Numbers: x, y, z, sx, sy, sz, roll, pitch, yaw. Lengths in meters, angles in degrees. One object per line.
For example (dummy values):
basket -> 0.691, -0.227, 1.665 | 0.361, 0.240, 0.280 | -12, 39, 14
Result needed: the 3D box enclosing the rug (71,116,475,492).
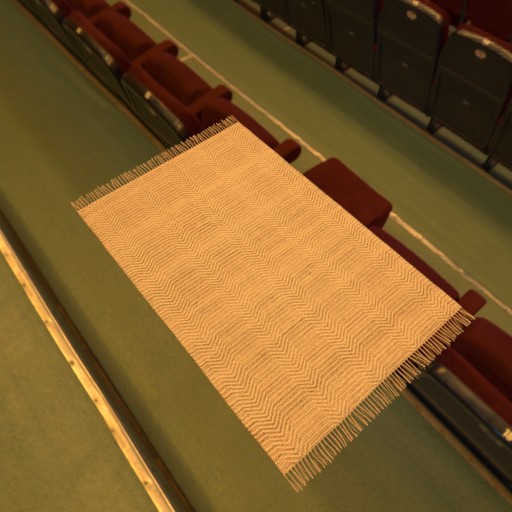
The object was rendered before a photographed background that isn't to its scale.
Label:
rug -> 0.000, 0.000, 2.442 | 1.224, 0.027, 2.021 | -35, 64, -20
